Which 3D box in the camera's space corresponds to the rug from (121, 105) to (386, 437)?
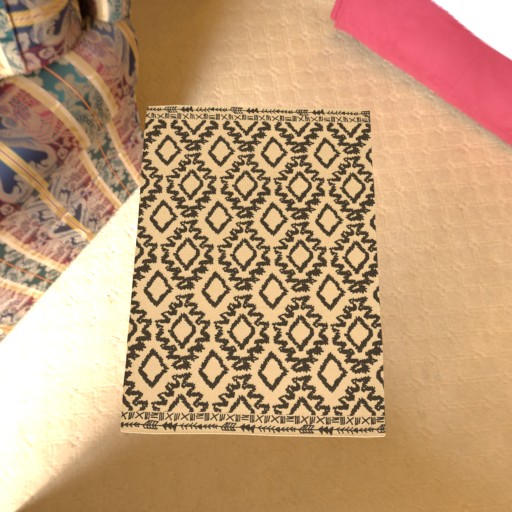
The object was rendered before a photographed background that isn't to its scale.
[{"bbox_3d":[0.000,0.000,4.435,2.444,0.036,3.369,1,76,0],"label":"rug"}]
